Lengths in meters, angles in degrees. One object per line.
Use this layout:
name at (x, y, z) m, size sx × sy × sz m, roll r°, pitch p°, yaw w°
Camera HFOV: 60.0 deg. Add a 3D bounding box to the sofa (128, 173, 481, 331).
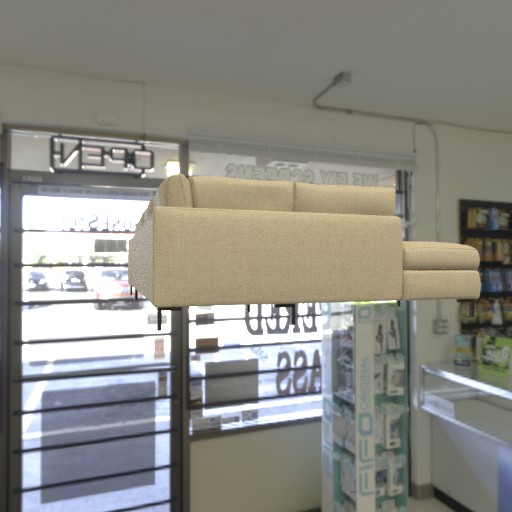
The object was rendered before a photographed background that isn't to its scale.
sofa at (0.000, 0.000, 3.573) m, size 1.879 × 0.756 × 2.737 m, roll 0°, pitch -1°, yaw -18°
